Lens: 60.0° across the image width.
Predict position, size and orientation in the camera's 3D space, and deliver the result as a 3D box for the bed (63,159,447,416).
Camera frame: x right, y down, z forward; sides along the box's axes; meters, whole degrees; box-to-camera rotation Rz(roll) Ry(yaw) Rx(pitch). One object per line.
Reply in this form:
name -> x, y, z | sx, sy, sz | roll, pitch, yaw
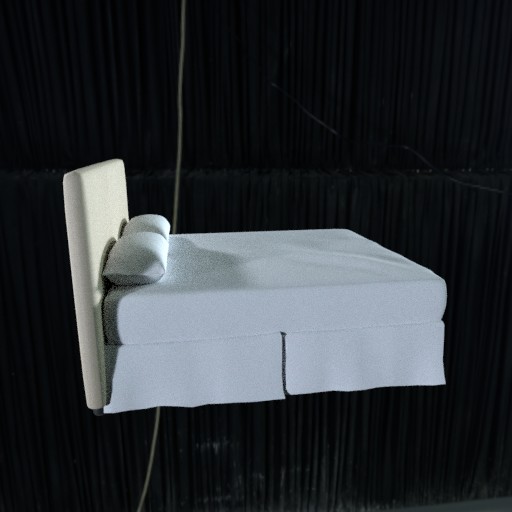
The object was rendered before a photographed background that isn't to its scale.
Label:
bed -> 0.000, 0.000, 3.182 | 2.142, 1.330, 1.723 | -2, 15, -10
